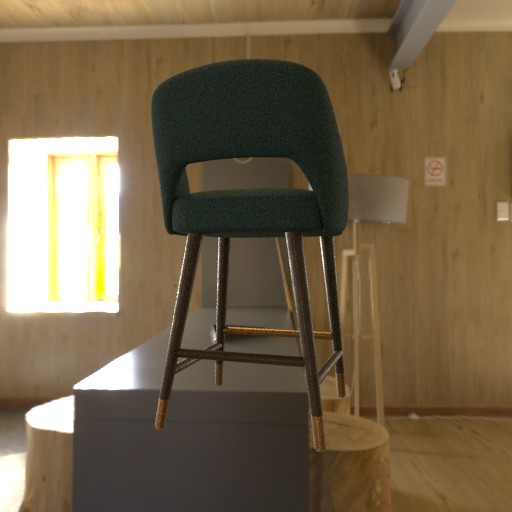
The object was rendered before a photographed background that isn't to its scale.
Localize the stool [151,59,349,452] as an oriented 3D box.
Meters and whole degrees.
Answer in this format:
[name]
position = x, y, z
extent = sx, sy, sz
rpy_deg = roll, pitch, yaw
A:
[stool]
position = 0.000, 0.000, 1.297
extent = 0.536, 0.939, 0.522
rpy_deg = 0, 0, 18
